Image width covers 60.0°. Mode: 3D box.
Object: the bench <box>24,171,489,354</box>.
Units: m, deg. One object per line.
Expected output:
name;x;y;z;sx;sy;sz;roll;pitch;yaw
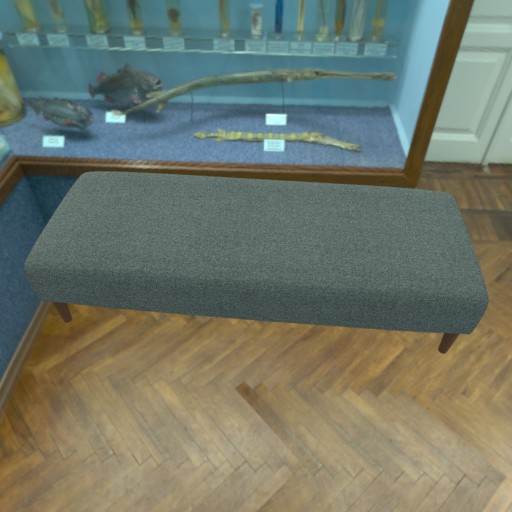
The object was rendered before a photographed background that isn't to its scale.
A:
bench;0.000;0.000;1.809;1.598;0.384;0.631;4;45;4
